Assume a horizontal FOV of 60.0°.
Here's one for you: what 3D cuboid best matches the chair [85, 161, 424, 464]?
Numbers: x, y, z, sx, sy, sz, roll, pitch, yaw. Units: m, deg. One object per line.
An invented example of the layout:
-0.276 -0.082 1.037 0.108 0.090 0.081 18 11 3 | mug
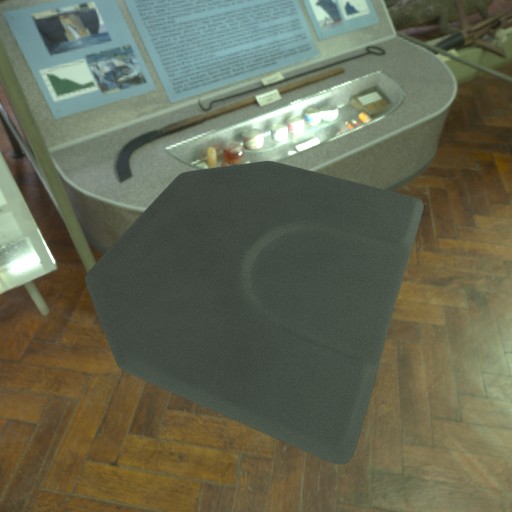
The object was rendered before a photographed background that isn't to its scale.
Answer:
0.000 0.000 1.913 1.219 0.024 1.372 18 49 16 | chair
